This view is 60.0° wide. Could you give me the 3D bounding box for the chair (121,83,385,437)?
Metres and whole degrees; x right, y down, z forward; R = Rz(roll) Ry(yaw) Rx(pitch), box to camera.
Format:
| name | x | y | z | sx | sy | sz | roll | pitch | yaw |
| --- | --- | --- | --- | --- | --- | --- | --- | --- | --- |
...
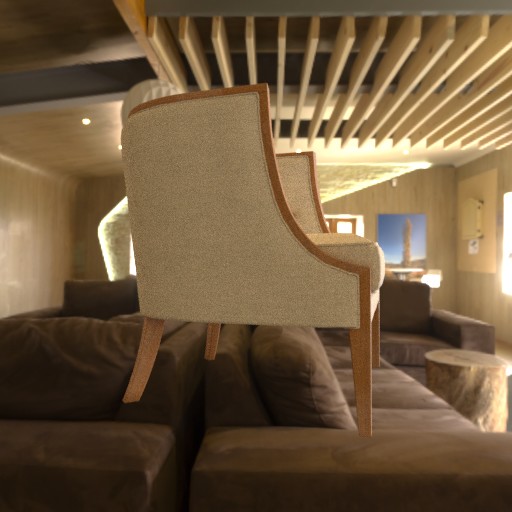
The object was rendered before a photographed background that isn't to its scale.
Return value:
| name | x | y | z | sx | sy | sz | roll | pitch | yaw |
| --- | --- | --- | --- | --- | --- | --- | --- | --- | --- |
| chair | 0.000 | 0.000 | 1.361 | 0.757 | 0.775 | 0.711 | 0 | -1 | 17 |
